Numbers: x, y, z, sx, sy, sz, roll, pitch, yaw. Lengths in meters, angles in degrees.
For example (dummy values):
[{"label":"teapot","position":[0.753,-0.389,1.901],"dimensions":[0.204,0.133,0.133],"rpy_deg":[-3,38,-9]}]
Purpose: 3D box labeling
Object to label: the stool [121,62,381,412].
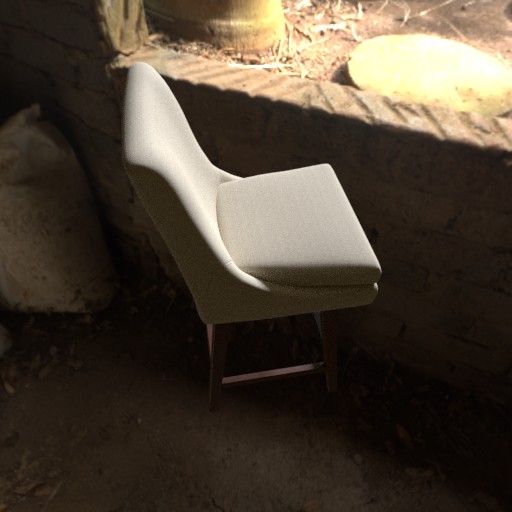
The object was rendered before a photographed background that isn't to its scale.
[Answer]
[{"label":"stool","position":[0.000,0.000,1.286],"dimensions":[0.559,0.991,0.483],"rpy_deg":[-7,47,-7]}]
